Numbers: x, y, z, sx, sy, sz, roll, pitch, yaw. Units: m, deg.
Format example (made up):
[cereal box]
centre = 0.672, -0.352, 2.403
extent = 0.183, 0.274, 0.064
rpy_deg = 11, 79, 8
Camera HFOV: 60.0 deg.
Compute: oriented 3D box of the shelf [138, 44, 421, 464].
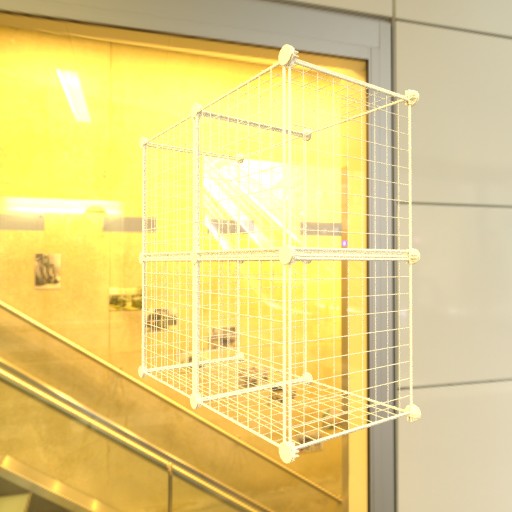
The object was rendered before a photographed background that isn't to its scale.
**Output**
[shelf]
centre = 0.000, 0.000, 1.134
extent = 0.356, 0.711, 0.711
rpy_deg = 1, -1, -35
